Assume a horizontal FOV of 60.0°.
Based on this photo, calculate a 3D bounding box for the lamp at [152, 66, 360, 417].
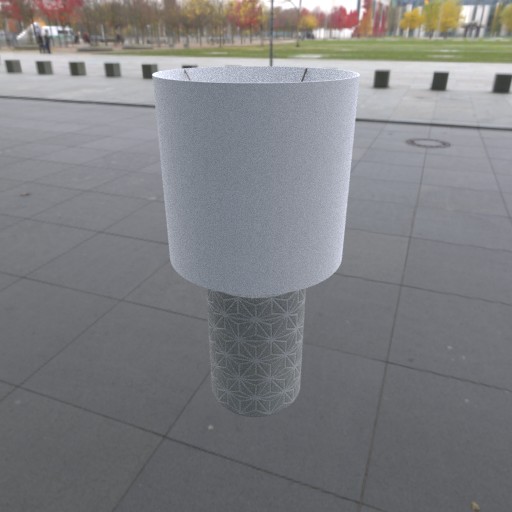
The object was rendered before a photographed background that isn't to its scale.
[{"bbox_3d":[0.000,0.000,0.543,0.206,0.416,0.206,18,32,32],"label":"lamp"}]
